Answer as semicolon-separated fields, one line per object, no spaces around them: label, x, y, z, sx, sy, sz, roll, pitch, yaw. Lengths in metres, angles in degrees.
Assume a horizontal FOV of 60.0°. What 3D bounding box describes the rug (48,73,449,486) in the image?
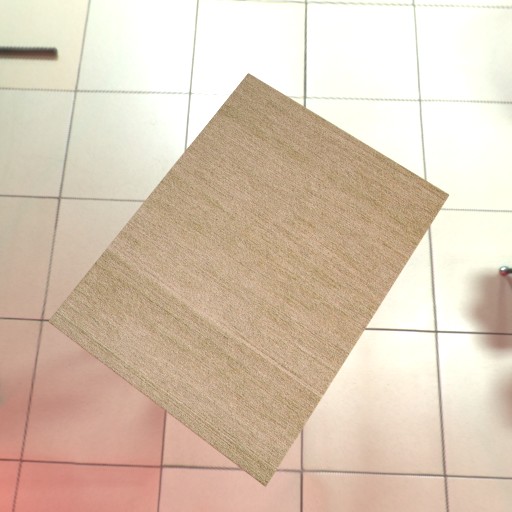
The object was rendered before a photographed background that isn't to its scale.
rug;0.000;0.000;4.218;2.425;0.016;3.198;34;78;8
